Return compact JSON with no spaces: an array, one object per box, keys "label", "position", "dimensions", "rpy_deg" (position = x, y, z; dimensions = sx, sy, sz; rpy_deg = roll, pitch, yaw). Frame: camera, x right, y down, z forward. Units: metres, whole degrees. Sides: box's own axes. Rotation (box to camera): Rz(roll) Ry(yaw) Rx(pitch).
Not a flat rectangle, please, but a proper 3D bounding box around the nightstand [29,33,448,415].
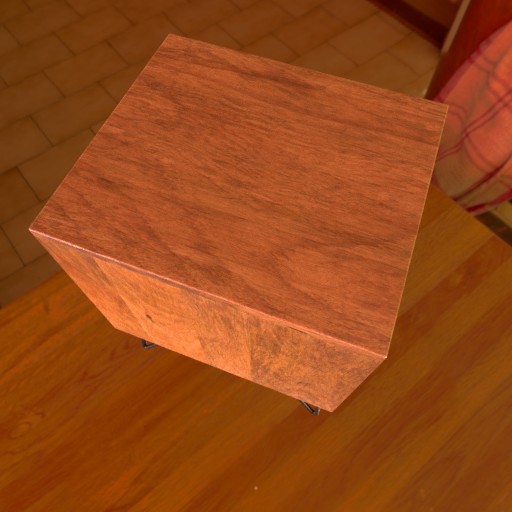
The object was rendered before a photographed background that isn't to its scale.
[{"label":"nightstand","position":[0.000,0.000,0.851],"dimensions":[0.457,0.559,0.406],"rpy_deg":[19,64,10]}]
